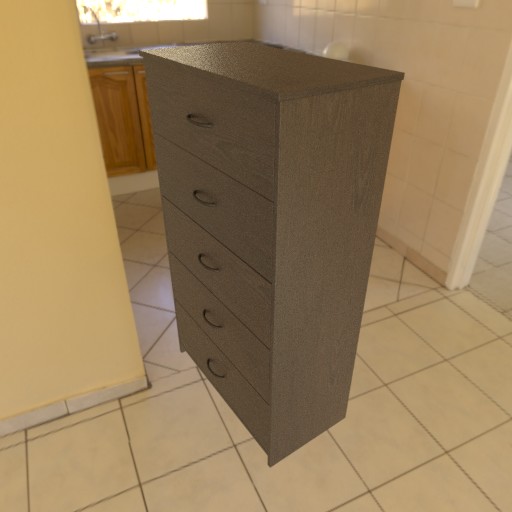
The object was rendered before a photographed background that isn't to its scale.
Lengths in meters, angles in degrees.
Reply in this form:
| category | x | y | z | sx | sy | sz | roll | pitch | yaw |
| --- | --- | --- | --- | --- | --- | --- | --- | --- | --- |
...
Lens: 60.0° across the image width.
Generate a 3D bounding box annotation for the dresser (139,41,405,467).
| category | x | y | z | sx | sy | sz | roll | pitch | yaw |
| --- | --- | --- | --- | --- | --- | --- | --- | --- | --- |
| dresser | 0.000 | 0.000 | 1.532 | 0.418 | 1.254 | 0.704 | -20 | 38 | -29 |
